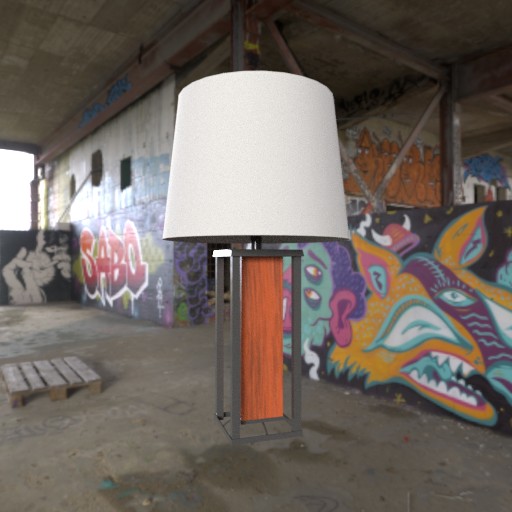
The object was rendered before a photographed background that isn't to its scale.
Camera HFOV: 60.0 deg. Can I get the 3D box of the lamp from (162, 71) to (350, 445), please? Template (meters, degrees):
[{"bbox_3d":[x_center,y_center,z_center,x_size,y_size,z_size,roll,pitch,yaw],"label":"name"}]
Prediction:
[{"bbox_3d":[0.000,0.000,0.770,0.320,0.591,0.320,0,0,0],"label":"lamp"}]
